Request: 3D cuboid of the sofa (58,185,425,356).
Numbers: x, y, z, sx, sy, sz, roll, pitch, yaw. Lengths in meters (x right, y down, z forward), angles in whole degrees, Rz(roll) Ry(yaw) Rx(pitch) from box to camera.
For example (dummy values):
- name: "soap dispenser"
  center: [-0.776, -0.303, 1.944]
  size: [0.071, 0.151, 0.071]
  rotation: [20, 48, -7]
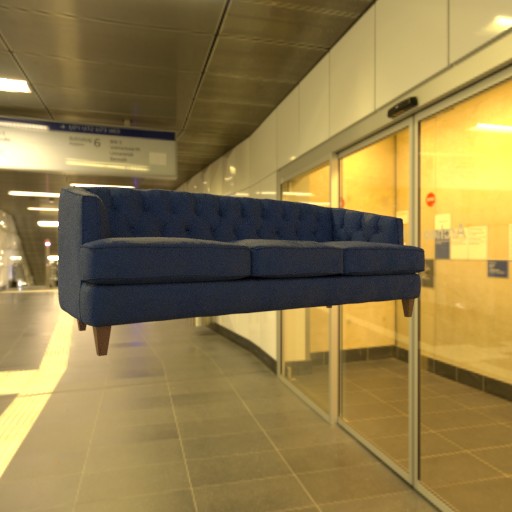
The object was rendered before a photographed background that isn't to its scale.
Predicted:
- name: "sofa"
  center: [0.000, 0.000, 2.806]
  size: [2.278, 0.855, 0.941]
  rotation: [0, 0, -34]
